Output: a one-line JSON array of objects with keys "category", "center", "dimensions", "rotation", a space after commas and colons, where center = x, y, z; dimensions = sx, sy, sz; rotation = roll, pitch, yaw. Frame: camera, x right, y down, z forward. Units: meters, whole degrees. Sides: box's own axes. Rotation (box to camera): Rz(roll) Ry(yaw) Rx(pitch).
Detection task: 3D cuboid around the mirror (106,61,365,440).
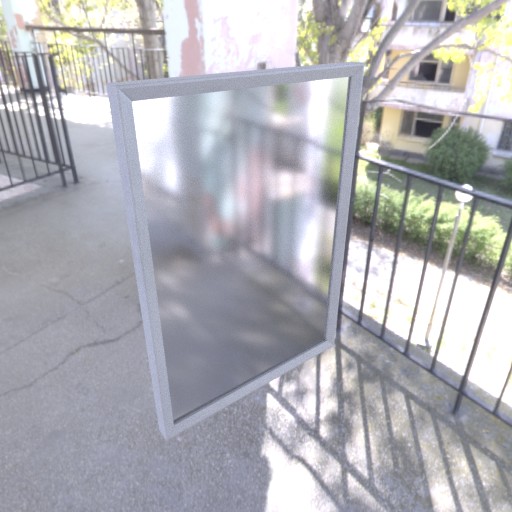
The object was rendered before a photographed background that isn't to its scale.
[{"category": "mirror", "center": [0.000, 0.000, 0.918], "dimensions": [0.507, 0.710, 0.039], "rotation": [-20, 35, -32]}]
